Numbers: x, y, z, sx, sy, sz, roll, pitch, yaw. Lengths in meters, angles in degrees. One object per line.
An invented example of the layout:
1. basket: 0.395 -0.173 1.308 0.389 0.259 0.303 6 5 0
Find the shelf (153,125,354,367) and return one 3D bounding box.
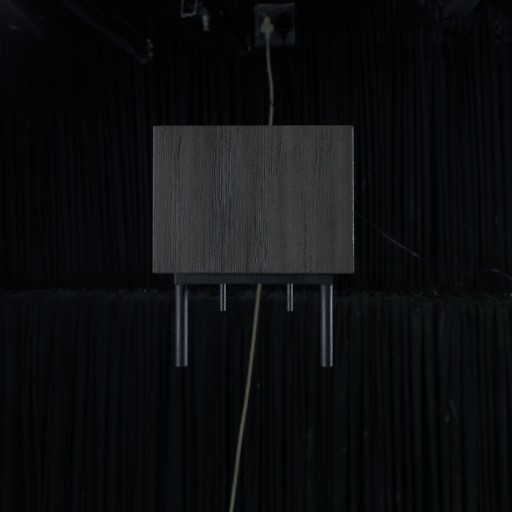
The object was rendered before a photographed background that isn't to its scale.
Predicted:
1. shelf: 0.000 0.000 1.521 0.400 0.495 1.300 0 -1 0
